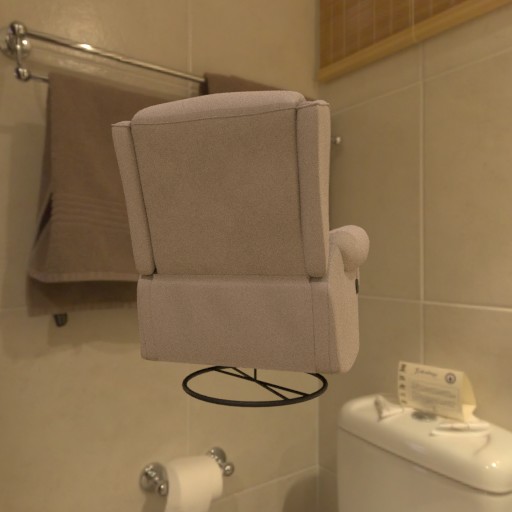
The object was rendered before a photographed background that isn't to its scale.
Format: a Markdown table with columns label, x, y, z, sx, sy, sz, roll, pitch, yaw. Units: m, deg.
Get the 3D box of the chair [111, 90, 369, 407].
| label | x | y | z | sx | sy | sz | roll | pitch | yaw |
| --- | --- | --- | --- | --- | --- | --- | --- | --- | --- |
| chair | 0.000 | 0.000 | 1.761 | 0.847 | 1.011 | 0.969 | 0 | 0 | 18 |
